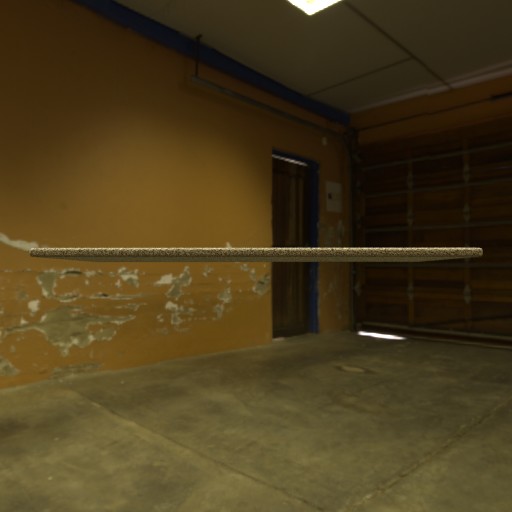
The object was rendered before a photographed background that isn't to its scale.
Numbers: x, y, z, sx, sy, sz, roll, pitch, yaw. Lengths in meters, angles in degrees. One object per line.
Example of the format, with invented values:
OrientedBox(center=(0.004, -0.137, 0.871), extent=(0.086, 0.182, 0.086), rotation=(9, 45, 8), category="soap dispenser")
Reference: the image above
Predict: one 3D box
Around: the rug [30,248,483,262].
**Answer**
OrientedBox(center=(0.000, 0.000, 1.783), extent=(1.524, 0.030, 0.609), rotation=(0, -2, 0), category="rug")
